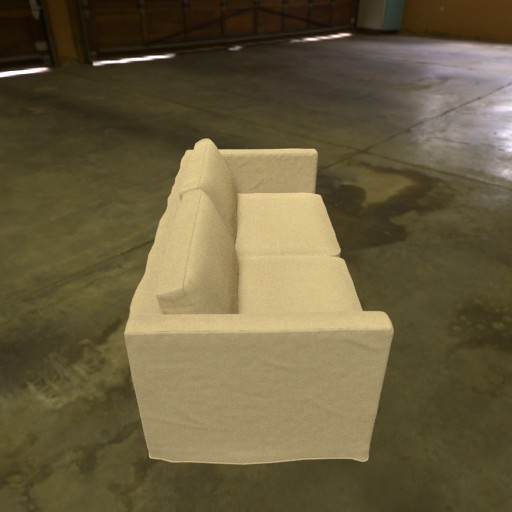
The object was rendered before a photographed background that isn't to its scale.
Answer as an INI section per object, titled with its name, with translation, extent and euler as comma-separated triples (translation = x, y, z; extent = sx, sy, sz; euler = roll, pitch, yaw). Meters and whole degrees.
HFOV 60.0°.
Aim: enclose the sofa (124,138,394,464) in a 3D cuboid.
[sofa]
translation = 0.000, 0.000, 2.456
extent = 0.962, 0.835, 1.959
euler = -1, 32, -1
